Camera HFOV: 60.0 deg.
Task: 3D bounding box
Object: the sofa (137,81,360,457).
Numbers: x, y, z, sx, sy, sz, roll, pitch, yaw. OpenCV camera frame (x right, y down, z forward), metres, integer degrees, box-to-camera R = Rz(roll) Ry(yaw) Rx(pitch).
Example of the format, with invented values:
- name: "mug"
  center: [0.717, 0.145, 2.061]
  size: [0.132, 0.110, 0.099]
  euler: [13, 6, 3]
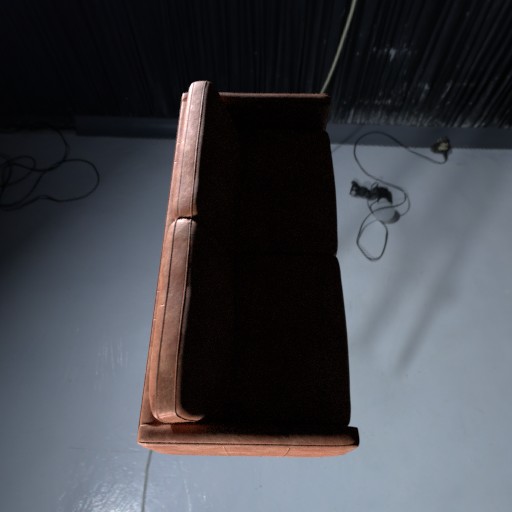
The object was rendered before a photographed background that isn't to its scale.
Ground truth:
- name: "sofa"
  center: [0.000, 0.000, 2.411]
  size: [0.923, 0.863, 1.971]
  euler: [1, 62, 0]
